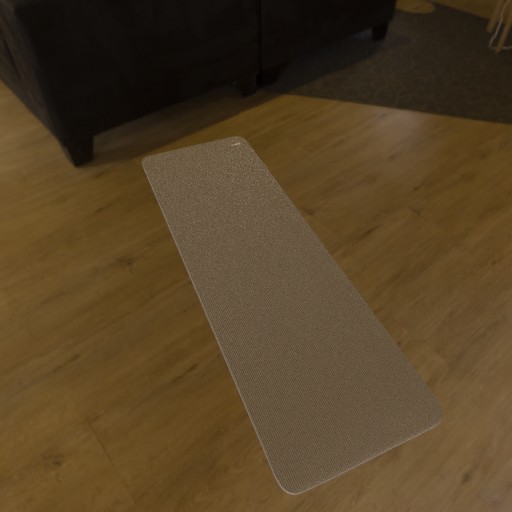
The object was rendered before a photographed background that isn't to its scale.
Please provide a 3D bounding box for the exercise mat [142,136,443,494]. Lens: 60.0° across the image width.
[{"bbox_3d":[0.000,0.000,1.984,0.616,0.021,1.884,-17,50,-15],"label":"exercise mat"}]
